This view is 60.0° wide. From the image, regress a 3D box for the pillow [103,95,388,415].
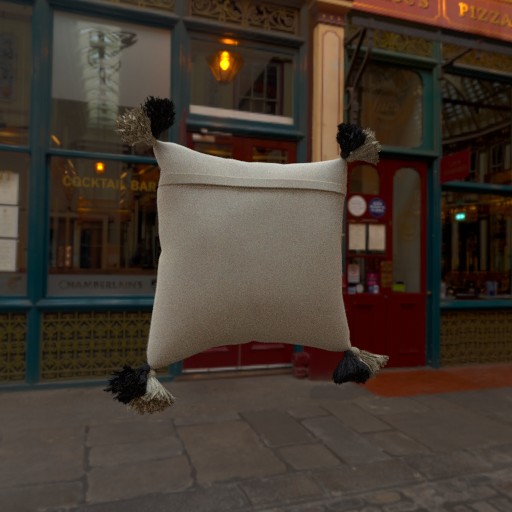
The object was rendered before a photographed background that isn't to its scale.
[{"bbox_3d":[0.000,0.000,1.009,0.654,0.659,0.170,1,-2,-18],"label":"pillow"}]
